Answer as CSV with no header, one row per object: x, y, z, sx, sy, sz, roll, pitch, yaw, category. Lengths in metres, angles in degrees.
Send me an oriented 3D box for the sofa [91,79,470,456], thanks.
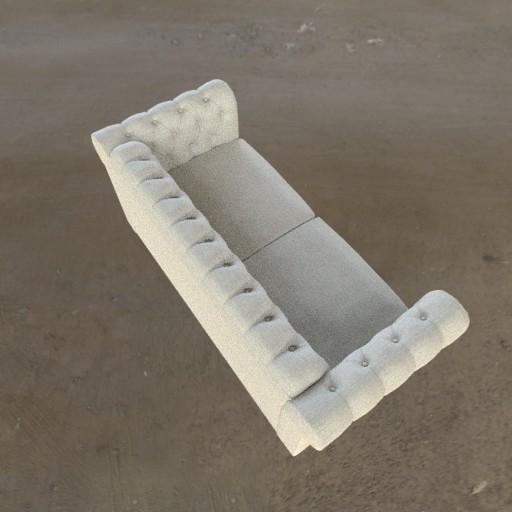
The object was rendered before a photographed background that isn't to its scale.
0.000,0.000,2.236,0.783,0.797,1.798,-31,63,-18,sofa
